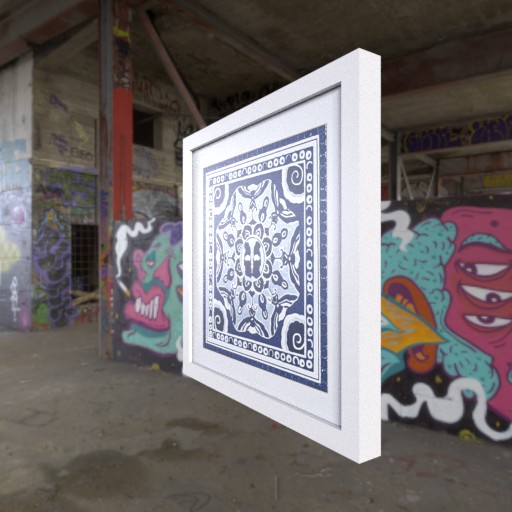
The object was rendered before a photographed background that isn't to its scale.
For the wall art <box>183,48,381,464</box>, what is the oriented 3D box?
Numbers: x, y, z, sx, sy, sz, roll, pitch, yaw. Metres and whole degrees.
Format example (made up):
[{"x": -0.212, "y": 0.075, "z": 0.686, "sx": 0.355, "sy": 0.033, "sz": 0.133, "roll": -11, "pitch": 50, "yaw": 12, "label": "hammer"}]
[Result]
[{"x": 0.000, "y": 0.000, "z": 0.533, "sx": 0.027, "sy": 0.355, "sz": 0.355, "roll": 0, "pitch": 0, "yaw": -34, "label": "wall art"}]
